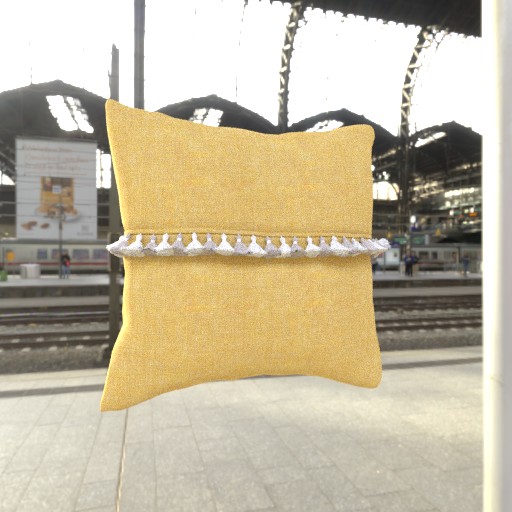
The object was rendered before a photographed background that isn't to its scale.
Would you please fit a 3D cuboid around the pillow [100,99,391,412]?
[{"bbox_3d":[0.000,0.000,0.729,0.485,0.481,0.167,0,0,-17],"label":"pillow"}]
